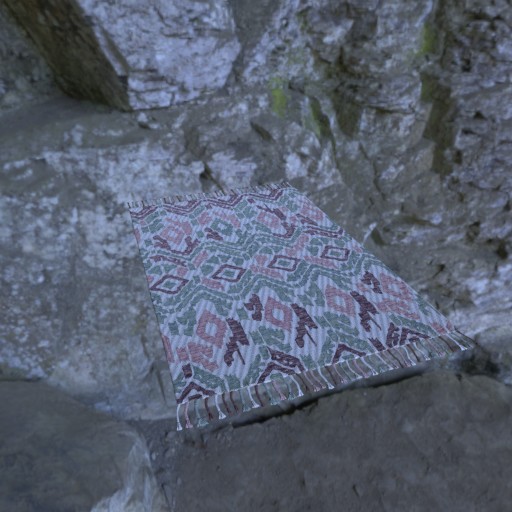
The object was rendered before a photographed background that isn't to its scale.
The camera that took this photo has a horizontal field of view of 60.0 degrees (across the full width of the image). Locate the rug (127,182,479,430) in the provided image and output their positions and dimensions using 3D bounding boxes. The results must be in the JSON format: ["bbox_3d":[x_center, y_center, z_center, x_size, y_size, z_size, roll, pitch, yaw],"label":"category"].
[{"bbox_3d":[0.000,0.000,2.977,1.524,0.011,2.438,-10,32,-17],"label":"rug"}]
